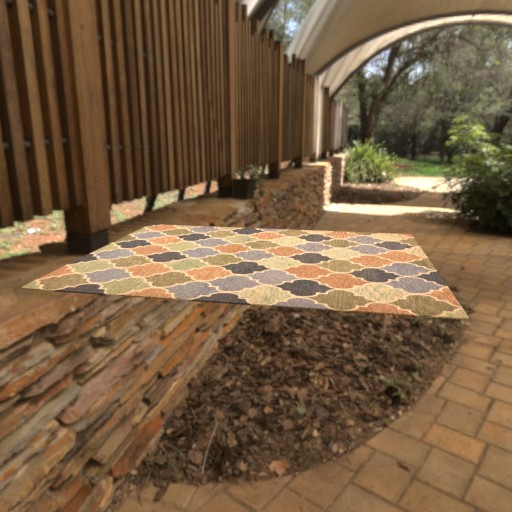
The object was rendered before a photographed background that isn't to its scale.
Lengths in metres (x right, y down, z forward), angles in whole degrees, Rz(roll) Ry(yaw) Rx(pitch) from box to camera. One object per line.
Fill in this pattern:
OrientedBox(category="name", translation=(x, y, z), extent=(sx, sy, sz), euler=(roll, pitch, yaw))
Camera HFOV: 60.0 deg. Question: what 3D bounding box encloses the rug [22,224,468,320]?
OrientedBox(category="rug", translation=(0.000, 0.000, 4.237), extent=(3.200, 0.013, 2.439), euler=(3, 16, 10))
